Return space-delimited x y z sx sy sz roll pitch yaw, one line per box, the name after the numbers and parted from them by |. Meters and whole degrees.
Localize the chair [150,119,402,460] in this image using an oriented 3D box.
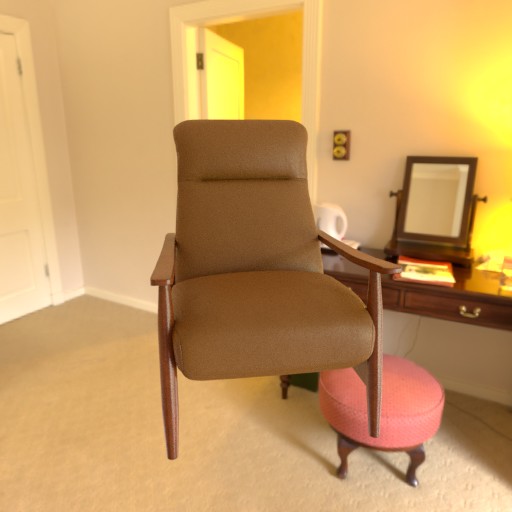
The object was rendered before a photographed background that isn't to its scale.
0.000 0.000 1.805 0.762 1.082 1.014 -2 16 -9 | chair
